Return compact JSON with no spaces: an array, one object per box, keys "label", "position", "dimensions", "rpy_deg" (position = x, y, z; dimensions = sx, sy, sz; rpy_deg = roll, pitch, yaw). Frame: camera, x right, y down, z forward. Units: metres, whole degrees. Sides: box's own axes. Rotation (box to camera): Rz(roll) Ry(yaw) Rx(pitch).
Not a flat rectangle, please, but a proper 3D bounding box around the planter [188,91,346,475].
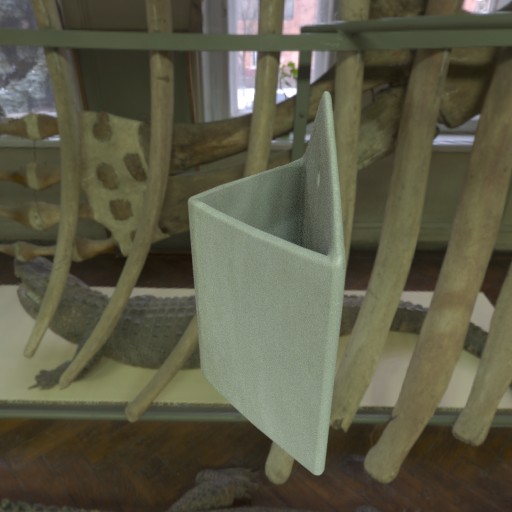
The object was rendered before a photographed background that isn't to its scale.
[{"label":"planter","position":[0.000,0.000,0.275],"dimensions":[0.080,0.194,0.163],"rpy_deg":[0,28,1]}]
